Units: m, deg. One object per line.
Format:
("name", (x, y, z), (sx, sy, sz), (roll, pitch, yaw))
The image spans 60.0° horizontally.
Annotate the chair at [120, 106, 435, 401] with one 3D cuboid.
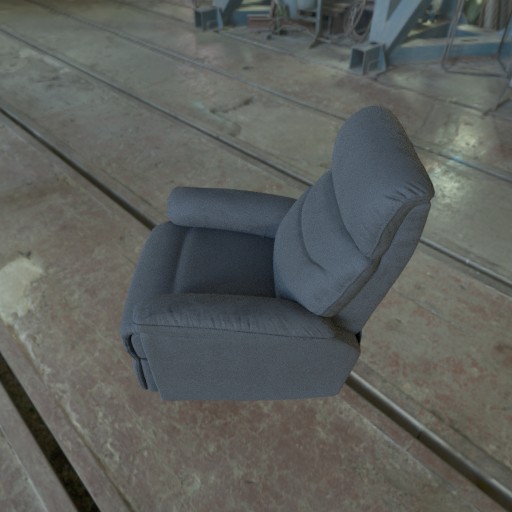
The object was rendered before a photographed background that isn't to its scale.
("chair", (0.000, 0.000, 1.733), (1.004, 1.037, 0.820), (1, 41, 1))
